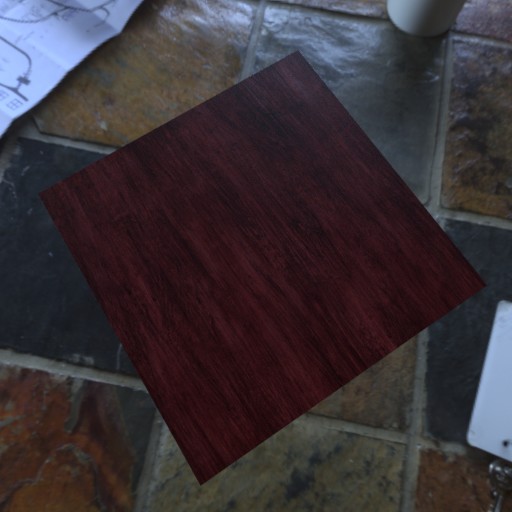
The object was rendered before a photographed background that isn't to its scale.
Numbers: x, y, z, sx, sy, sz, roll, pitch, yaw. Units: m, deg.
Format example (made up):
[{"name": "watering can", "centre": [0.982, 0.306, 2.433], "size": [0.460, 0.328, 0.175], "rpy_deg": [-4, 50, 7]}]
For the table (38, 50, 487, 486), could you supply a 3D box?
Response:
[{"name": "table", "centre": [0.000, 0.000, 1.351], "size": [0.865, 0.356, 0.865], "rpy_deg": [-32, 77, -8]}]
